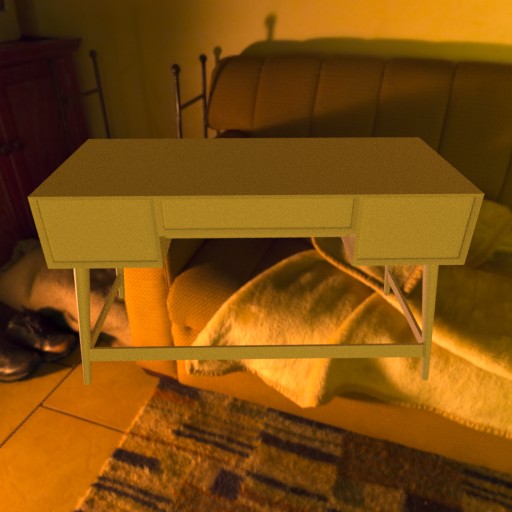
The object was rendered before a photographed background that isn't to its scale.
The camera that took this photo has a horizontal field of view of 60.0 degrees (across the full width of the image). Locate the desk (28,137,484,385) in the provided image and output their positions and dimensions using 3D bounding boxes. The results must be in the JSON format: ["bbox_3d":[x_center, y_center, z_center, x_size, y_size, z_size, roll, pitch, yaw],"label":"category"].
[{"bbox_3d":[0.000,0.000,1.723,1.313,0.762,0.589,-1,31,-1],"label":"desk"}]
